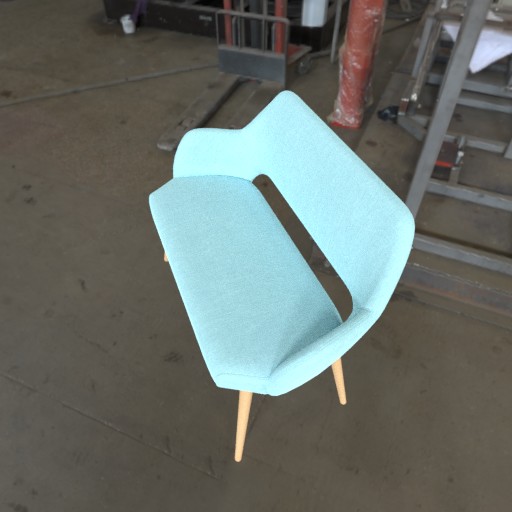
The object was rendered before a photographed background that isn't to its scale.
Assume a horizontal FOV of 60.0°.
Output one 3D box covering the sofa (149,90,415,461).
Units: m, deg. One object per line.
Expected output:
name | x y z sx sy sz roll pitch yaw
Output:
sofa | 0.000 0.000 1.633 0.610 0.840 1.150 -16 48 -15
